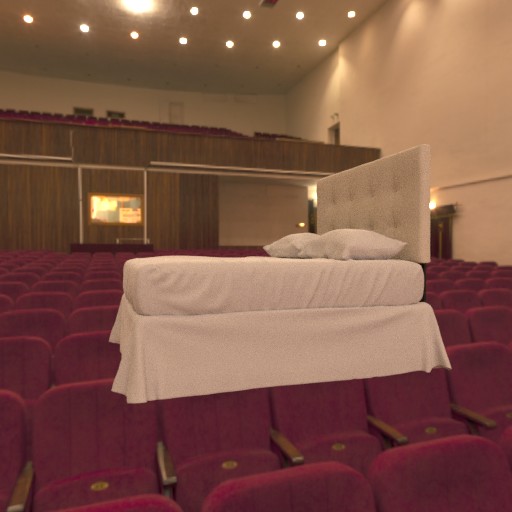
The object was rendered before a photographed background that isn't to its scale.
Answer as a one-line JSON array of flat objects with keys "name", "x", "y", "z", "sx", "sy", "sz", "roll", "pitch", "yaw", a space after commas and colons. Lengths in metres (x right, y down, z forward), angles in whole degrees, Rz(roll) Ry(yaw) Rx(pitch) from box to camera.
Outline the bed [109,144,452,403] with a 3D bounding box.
[{"name": "bed", "x": 0.000, "y": 0.000, "z": 3.539, "sx": 2.222, "sy": 1.577, "sz": 1.936, "roll": 0, "pitch": 0, "yaw": -19}]
